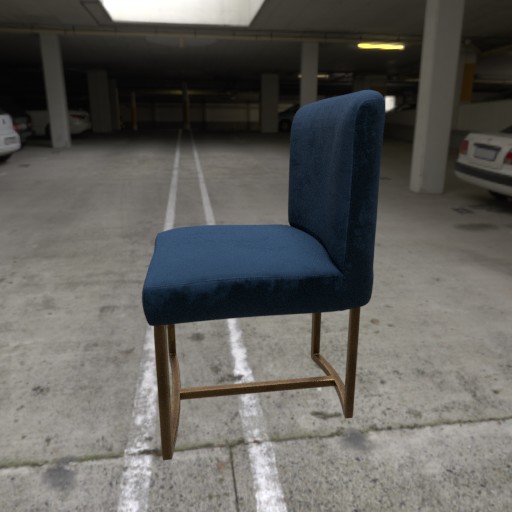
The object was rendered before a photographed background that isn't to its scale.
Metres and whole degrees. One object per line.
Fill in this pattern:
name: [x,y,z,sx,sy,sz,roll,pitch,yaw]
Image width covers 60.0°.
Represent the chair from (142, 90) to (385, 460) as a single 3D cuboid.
chair: [0.000,0.000,1.189,0.560,0.824,0.530,-2,16,-9]
